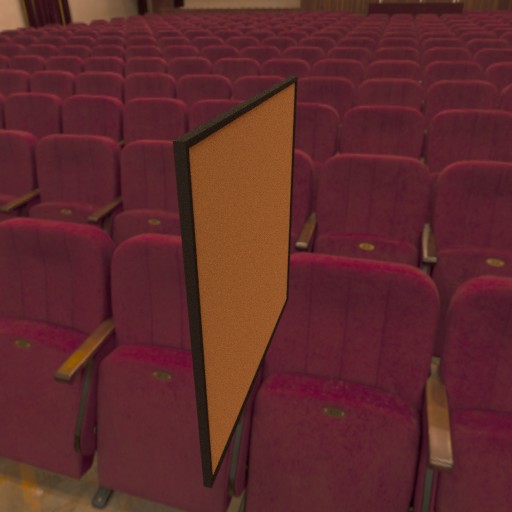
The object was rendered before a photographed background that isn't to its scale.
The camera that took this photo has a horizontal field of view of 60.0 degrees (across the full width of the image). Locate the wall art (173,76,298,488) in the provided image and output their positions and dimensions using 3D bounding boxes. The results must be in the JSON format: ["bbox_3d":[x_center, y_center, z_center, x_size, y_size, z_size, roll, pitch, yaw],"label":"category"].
[{"bbox_3d":[0.000,0.000,0.670,0.013,0.457,0.458,8,30,14],"label":"wall art"}]
